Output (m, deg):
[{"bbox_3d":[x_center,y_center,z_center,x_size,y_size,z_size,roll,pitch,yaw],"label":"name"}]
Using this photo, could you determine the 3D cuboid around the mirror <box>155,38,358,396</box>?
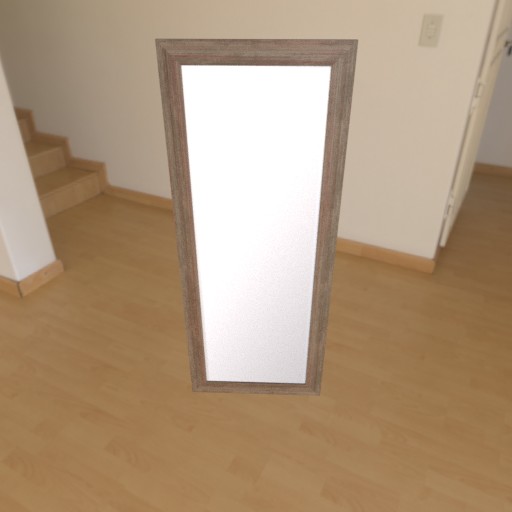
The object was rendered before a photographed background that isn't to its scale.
[{"bbox_3d":[0.000,0.000,2.305,0.812,2.032,0.025,1,31,2],"label":"mirror"}]
